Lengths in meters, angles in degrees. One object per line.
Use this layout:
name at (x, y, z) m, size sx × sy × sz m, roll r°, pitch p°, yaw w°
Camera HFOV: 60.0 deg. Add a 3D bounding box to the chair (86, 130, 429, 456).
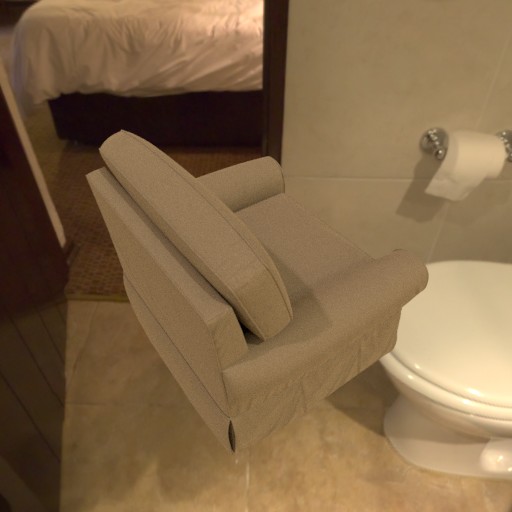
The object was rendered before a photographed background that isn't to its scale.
chair at (0.000, 0.000, 1.903) m, size 0.988 × 1.017 × 1.135 m, roll -26°, pitch 48°, yaw -26°
